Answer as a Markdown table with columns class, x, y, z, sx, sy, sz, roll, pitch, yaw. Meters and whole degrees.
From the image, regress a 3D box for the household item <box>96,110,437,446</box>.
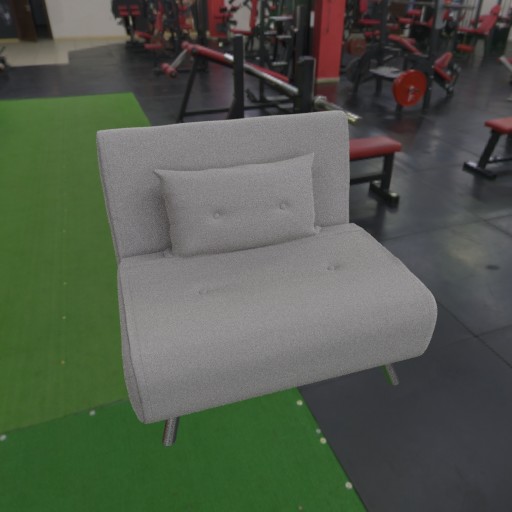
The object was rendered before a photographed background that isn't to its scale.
| class | x | y | z | sx | sy | sz | roll | pitch | yaw |
| --- | --- | --- | --- | --- | --- | --- | --- | --- | --- |
| household item | 0.000 | 0.000 | 1.619 | 1.000 | 0.800 | 0.874 | -9 | 34 | -15 |
